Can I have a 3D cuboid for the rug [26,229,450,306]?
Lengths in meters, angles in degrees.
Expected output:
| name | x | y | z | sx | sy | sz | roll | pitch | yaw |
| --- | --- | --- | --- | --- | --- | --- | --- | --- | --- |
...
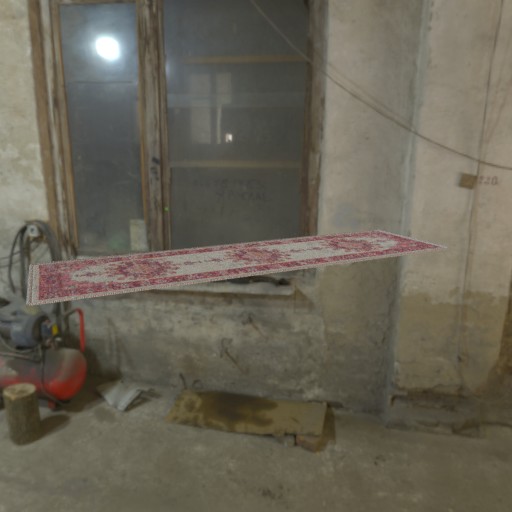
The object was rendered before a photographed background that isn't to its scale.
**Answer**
| name | x | y | z | sx | sy | sz | roll | pitch | yaw |
| --- | --- | --- | --- | --- | --- | --- | --- | --- | --- |
| rug | 0.000 | 0.000 | 2.492 | 2.294 | 0.011 | 0.666 | -7 | 15 | -25 |
